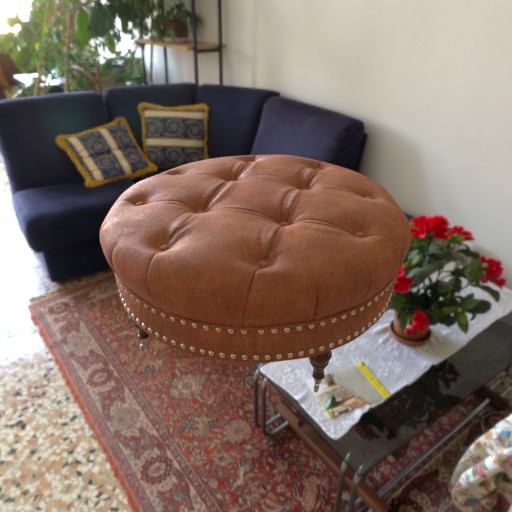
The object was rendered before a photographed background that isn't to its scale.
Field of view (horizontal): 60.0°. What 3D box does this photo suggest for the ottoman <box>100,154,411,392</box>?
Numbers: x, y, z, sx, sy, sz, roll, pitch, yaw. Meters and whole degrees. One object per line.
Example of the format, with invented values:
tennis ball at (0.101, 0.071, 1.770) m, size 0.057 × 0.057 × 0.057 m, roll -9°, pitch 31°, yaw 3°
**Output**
ottoman at (0.000, 0.000, 1.396) m, size 0.901 × 0.444 × 0.901 m, roll 0°, pitch 30°, yaw 0°
